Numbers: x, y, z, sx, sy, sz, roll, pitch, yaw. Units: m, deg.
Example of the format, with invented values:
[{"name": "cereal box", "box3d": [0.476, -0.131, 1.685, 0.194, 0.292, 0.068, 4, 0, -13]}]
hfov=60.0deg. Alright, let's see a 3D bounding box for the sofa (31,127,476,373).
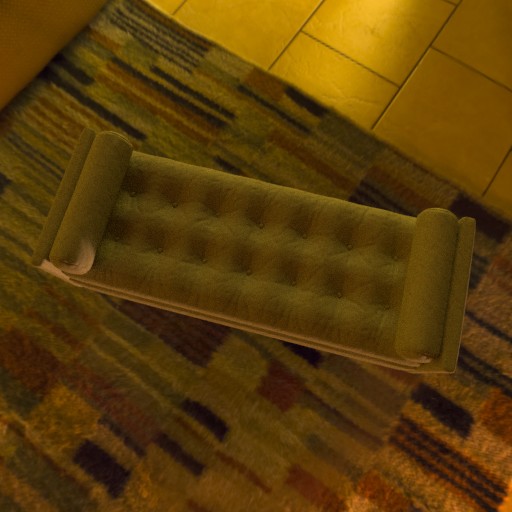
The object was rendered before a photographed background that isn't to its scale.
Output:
[{"name": "sofa", "box3d": [0.000, 0.000, 2.463, 2.102, 0.705, 0.796, 14, 76, 4]}]
